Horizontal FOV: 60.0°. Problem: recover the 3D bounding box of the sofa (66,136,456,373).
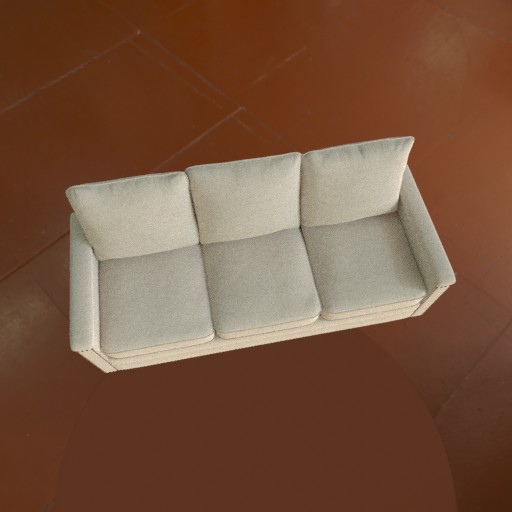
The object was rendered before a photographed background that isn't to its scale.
[{"bbox_3d":[0.000,0.000,2.452,1.925,0.961,0.828,-9,63,-5],"label":"sofa"}]
